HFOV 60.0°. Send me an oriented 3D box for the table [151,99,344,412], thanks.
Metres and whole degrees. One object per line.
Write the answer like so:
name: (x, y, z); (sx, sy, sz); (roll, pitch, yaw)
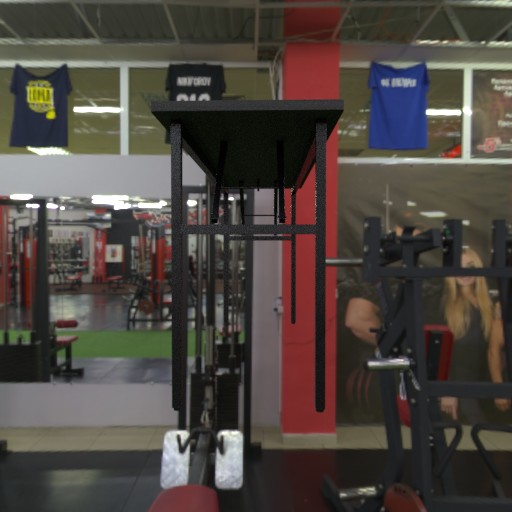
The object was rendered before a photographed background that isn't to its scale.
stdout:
table: (0.000, 0.000, 1.728); (0.449, 0.750, 1.399); (0, 1, 2)
